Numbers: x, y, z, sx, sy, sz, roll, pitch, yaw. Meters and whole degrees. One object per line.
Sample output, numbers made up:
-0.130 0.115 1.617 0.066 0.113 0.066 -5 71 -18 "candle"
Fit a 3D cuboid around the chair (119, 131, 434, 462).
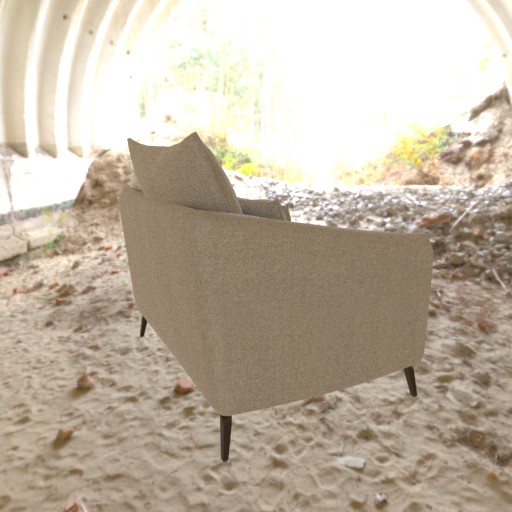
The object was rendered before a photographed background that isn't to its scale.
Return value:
0.000 0.000 1.637 0.801 0.856 1.029 -7 15 -27 "chair"
